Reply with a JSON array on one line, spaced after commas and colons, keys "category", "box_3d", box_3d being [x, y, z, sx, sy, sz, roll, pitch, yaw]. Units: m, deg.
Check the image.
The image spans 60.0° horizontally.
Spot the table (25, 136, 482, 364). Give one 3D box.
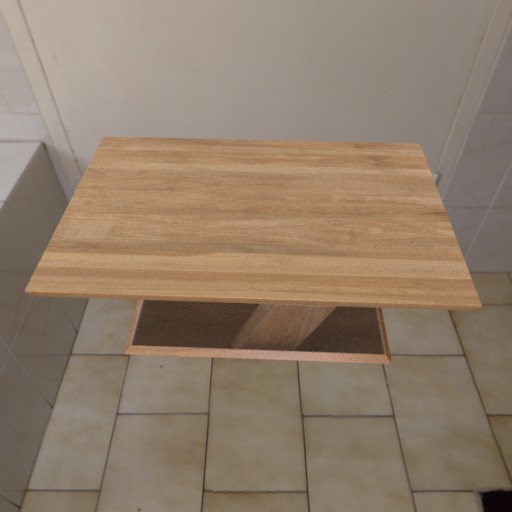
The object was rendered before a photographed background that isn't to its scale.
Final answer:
[{"category": "table", "box_3d": [0.000, 0.000, 1.461, 1.100, 0.441, 0.692, 2, 47, 2]}]
